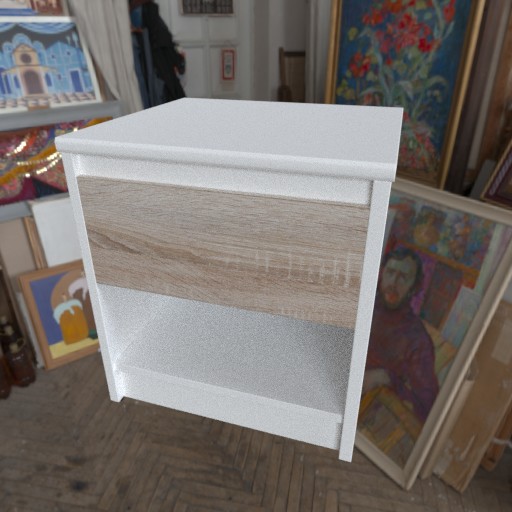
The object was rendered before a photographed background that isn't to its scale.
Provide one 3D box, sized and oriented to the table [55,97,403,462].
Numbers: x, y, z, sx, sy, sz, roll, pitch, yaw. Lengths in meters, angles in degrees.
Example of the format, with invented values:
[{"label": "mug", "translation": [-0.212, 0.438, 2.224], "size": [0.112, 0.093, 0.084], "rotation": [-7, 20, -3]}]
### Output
[{"label": "table", "translation": [0.000, 0.000, 0.773], "size": [0.420, 0.460, 0.380], "rotation": [8, 28, 15]}]
